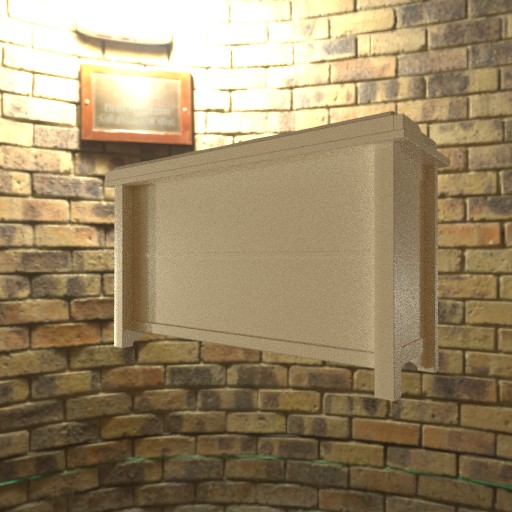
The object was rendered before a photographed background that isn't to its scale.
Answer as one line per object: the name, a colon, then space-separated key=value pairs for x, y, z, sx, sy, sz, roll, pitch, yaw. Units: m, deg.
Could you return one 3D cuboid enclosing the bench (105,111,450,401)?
bench: x=0.000 y=0.000 z=1.294 sx=0.987 sy=0.589 sz=0.346 roll=0 pitch=0 yaw=37
